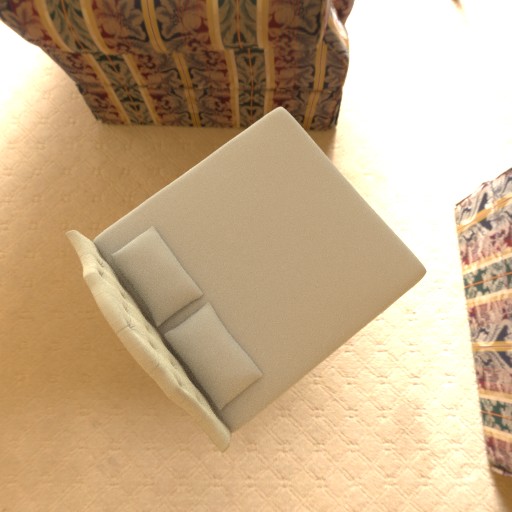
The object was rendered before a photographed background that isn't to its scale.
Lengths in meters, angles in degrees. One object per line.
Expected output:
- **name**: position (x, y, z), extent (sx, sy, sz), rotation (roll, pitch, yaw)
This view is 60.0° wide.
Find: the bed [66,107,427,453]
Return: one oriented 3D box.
- **bed**: position (0.000, 0.000, 3.487), extent (2.086, 1.555, 2.012), rotation (-37, 80, -8)
